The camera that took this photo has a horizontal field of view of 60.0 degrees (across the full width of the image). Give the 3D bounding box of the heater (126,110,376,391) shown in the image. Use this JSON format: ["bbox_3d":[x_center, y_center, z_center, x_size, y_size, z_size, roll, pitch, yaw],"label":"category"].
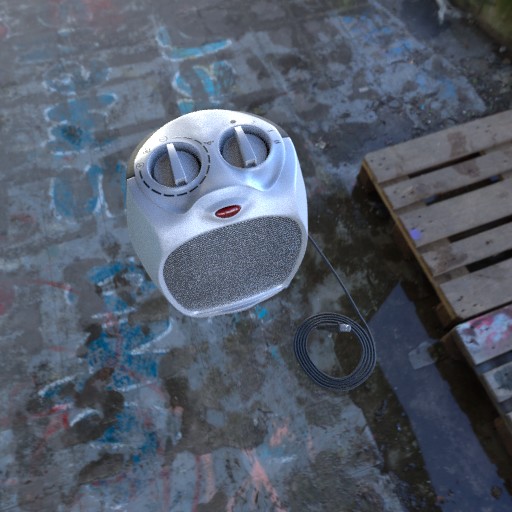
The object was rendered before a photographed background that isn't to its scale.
[{"bbox_3d":[0.000,0.000,0.466,0.239,0.240,0.291,-17,65,-8],"label":"heater"}]
